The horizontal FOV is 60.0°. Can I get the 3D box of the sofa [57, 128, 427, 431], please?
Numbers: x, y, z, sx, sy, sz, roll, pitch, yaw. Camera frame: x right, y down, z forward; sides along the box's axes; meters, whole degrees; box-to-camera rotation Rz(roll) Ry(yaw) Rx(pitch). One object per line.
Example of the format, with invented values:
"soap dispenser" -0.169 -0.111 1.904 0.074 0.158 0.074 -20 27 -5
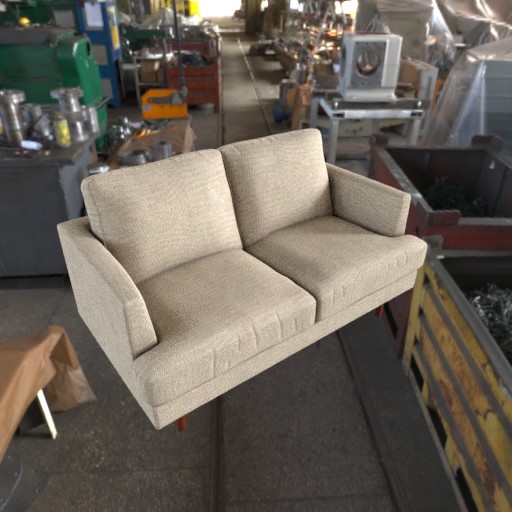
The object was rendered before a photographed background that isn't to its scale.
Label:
"sofa" 0.000 0.000 2.166 1.582 0.944 0.903 -21 37 -31
